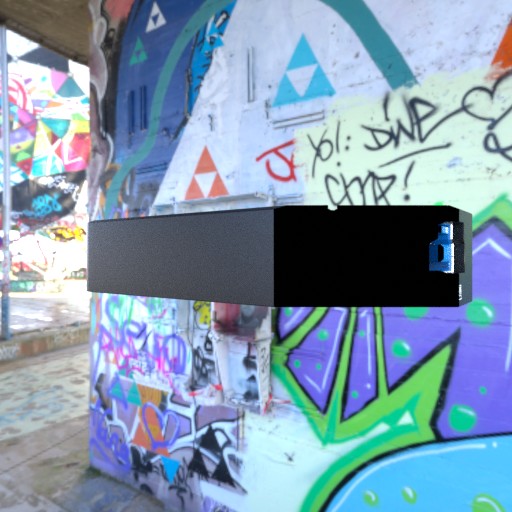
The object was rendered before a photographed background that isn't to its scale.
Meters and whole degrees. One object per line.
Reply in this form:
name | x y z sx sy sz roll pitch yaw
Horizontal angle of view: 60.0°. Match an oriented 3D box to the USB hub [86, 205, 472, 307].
USB hub | 0.000 0.000 0.130 0.110 0.023 0.044 0 0 36
